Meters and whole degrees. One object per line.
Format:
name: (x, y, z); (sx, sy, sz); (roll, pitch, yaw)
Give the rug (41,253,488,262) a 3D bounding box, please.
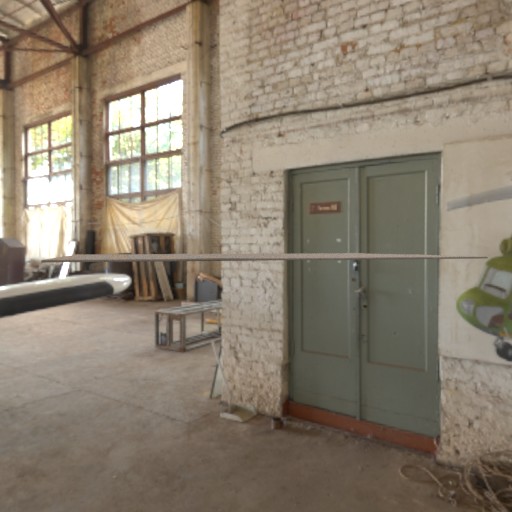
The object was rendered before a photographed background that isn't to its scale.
rug: (0.000, 0.000, 3.041); (2.460, 0.016, 1.545); (0, 1, -17)
